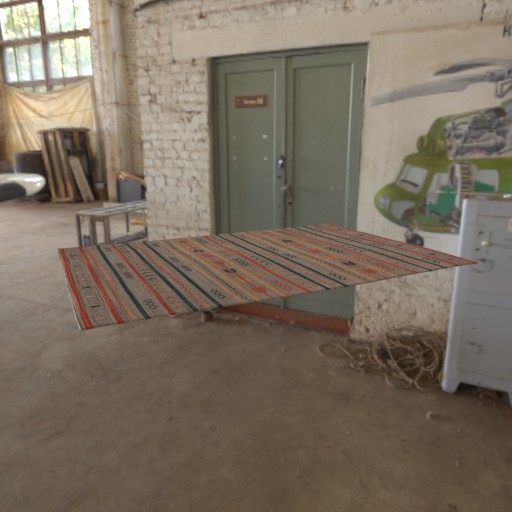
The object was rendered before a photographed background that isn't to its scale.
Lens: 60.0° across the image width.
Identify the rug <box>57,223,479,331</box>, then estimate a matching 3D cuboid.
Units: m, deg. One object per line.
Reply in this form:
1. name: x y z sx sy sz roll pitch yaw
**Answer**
1. rug: 0.000 0.000 2.297 1.835 0.017 1.220 -7 16 -26
